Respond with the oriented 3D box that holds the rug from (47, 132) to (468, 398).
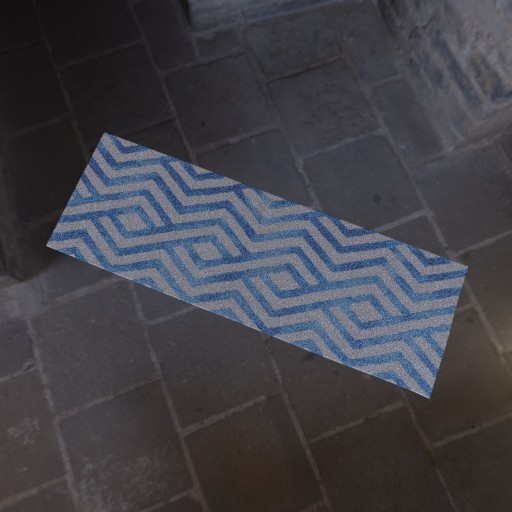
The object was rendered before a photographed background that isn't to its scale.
[{"bbox_3d":[0.000,0.000,1.649,1.492,0.007,0.503,21,78,5],"label":"rug"}]
